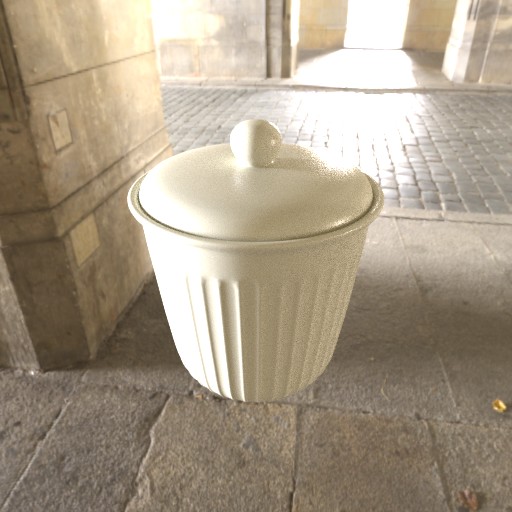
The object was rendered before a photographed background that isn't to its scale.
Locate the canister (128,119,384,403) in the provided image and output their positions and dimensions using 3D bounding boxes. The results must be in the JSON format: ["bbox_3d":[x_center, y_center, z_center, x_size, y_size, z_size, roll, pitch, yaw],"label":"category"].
[{"bbox_3d":[0.000,0.000,0.351,0.181,0.211,0.181,0,30,0],"label":"canister"}]
